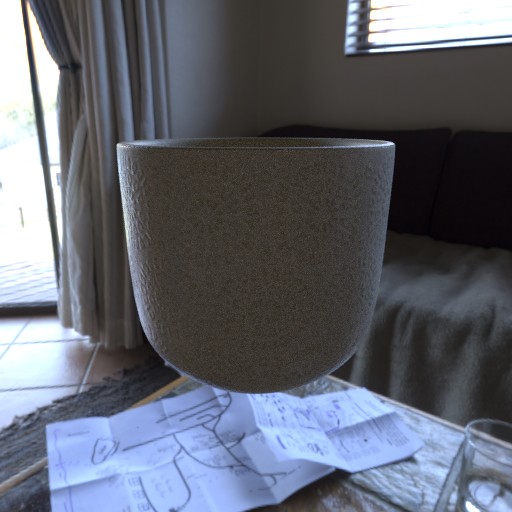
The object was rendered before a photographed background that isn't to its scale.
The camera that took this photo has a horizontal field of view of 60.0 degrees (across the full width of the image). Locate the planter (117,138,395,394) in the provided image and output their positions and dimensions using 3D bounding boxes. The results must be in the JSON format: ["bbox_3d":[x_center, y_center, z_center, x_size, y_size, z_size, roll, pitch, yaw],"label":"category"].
[{"bbox_3d":[0.000,0.000,0.303,0.170,0.152,0.170,0,16,0],"label":"planter"}]
